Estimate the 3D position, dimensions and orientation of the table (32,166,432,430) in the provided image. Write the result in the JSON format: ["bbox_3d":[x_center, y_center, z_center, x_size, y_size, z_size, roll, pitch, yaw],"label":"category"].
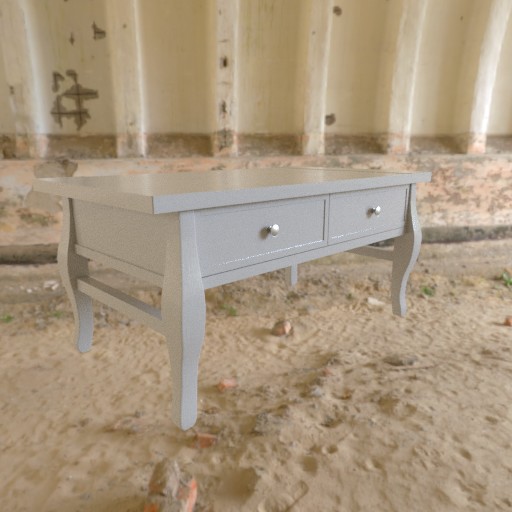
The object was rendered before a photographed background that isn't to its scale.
[{"bbox_3d":[0.000,0.000,1.372,1.062,0.495,0.600,-13,19,-43],"label":"table"}]
